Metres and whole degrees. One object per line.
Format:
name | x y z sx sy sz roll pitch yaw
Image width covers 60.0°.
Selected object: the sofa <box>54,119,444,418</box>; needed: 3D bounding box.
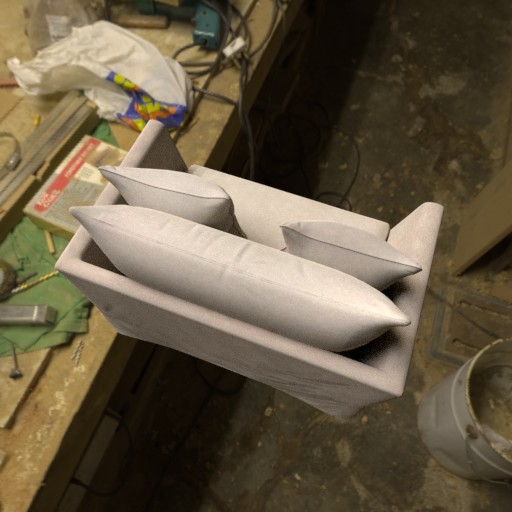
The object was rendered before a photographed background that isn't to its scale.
sofa | 0.000 0.000 2.267 1.608 1.040 1.035 19 64 9
